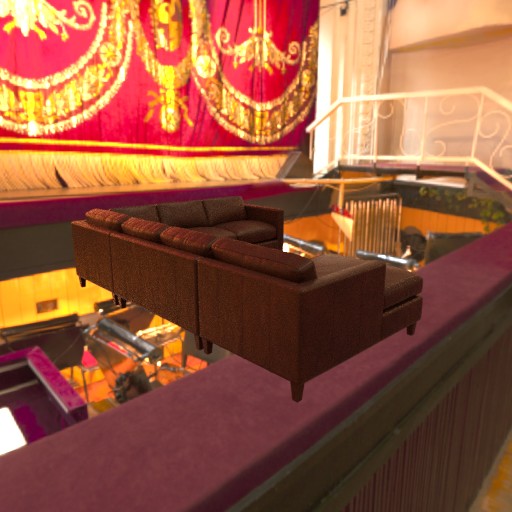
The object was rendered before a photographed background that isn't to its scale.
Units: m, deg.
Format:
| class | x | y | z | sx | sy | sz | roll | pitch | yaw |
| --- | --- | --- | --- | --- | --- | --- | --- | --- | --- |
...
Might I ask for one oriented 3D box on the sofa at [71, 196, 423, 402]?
| class | x | y | z | sx | sy | sz | roll | pitch | yaw |
| --- | --- | --- | --- | --- | --- | --- | --- | --- | --- |
| sofa | 0.000 | 0.000 | 4.577 | 2.452 | 0.891 | 3.324 | -13 | 19 | -42 |
